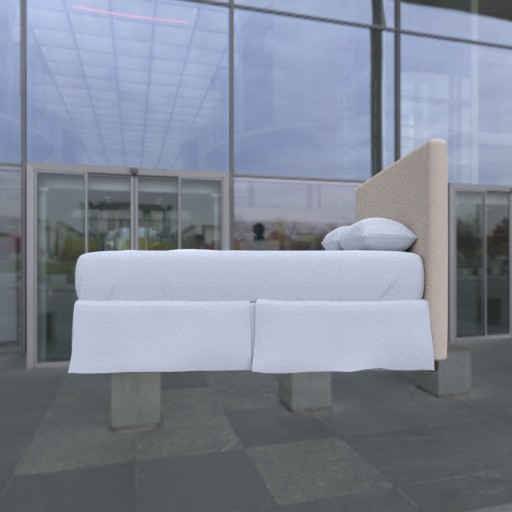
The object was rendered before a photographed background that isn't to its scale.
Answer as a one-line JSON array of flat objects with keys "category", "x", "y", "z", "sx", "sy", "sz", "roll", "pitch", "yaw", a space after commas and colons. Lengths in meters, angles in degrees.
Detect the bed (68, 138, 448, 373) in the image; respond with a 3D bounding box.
[{"category": "bed", "x": 0.000, "y": 0.000, "z": 3.350, "sx": 2.142, "sy": 1.330, "sz": 1.884, "roll": 0, "pitch": 0, "yaw": 0}]
